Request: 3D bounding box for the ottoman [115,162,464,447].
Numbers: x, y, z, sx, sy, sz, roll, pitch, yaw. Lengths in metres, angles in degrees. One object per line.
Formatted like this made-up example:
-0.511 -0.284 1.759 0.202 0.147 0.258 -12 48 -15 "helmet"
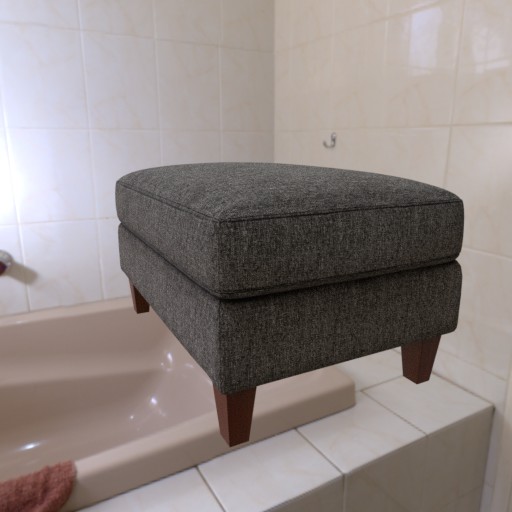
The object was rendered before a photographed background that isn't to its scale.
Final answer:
0.000 0.000 1.188 0.584 0.483 0.864 -7 16 -27 "ottoman"
